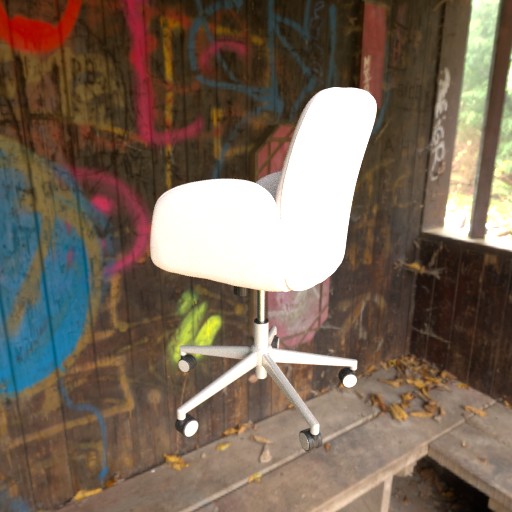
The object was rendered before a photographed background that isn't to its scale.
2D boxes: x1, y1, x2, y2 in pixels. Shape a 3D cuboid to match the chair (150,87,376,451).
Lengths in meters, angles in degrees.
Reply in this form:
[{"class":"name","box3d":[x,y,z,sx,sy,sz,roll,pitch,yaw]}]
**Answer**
[{"class":"chair","box3d":[0.000,0.000,1.389,0.633,0.959,0.648,8,18,27]}]
